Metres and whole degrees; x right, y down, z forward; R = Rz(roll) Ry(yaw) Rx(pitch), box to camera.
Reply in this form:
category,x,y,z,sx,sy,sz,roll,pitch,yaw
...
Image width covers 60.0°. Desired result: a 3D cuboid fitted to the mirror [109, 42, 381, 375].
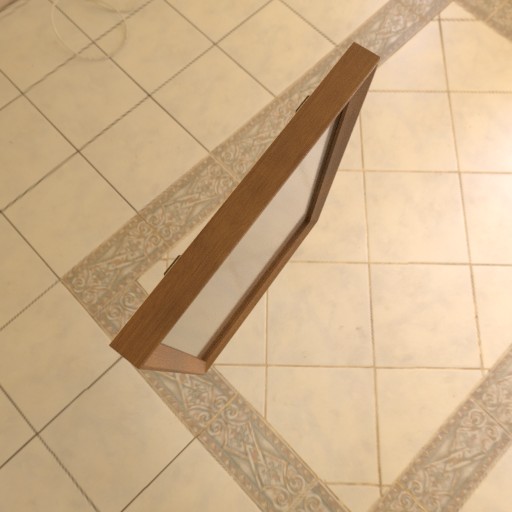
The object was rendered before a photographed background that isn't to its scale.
category,x,y,z,sx,sy,sz,roll,pitch,yaw
mirror,0.000,0.000,0.683,0.041,0.509,0.406,35,77,9
